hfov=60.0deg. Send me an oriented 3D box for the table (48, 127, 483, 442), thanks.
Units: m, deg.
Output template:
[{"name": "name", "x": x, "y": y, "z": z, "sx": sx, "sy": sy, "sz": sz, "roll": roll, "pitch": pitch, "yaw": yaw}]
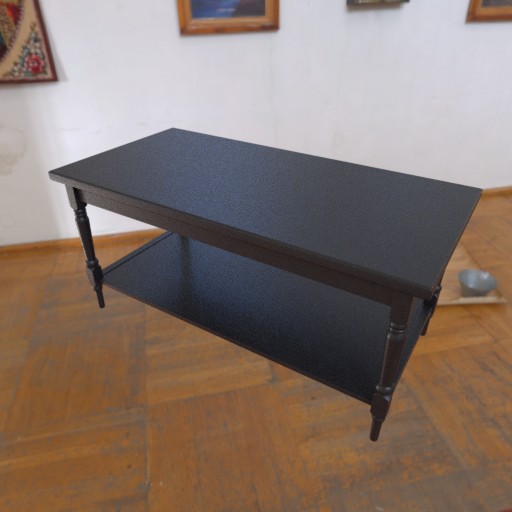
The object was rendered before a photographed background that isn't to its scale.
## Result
[{"name": "table", "x": 0.000, "y": 0.000, "z": 1.386, "sx": 1.107, "sy": 0.510, "sz": 0.550, "roll": 18, "pitch": 36, "yaw": 27}]
